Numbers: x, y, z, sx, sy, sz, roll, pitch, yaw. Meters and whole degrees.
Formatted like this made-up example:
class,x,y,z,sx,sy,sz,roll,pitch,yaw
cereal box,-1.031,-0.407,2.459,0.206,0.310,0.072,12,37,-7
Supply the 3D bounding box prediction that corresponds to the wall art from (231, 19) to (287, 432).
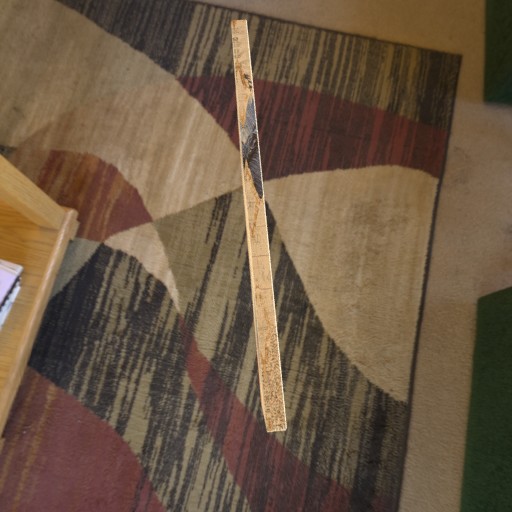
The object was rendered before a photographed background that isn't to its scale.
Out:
class,x,y,z,sx,sy,sz,roll,pitch,yaw
wall art,0.000,0.000,1.363,0.039,0.914,0.912,-5,75,-1
